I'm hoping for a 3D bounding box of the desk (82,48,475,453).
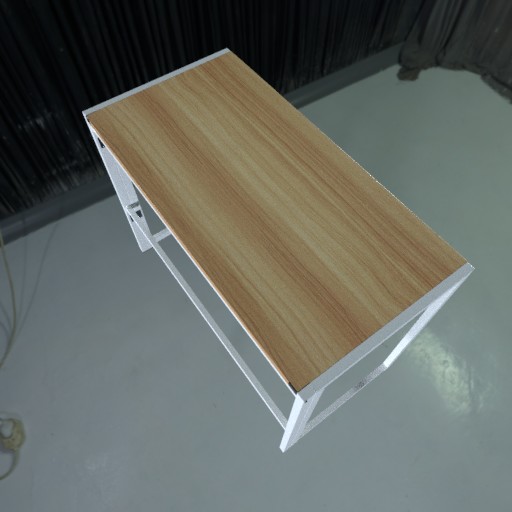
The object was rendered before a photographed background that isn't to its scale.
[{"bbox_3d":[0.000,0.000,1.476,0.508,0.762,1.016,-32,64,-18],"label":"desk"}]
